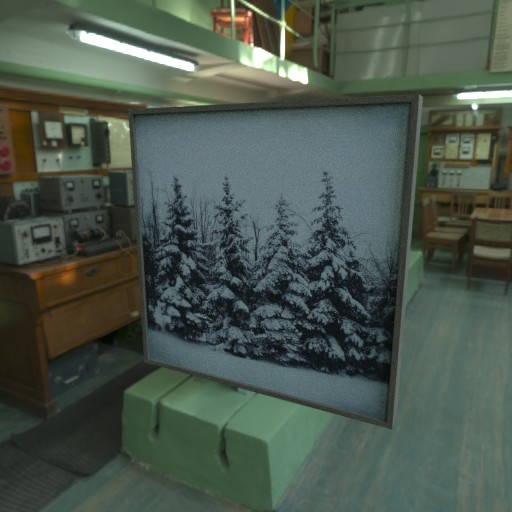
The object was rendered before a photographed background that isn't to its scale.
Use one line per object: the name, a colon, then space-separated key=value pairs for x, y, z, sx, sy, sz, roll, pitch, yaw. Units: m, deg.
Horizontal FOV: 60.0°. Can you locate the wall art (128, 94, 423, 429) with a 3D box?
wall art: x=0.000 y=0.000 z=0.777 sx=0.507 sy=0.507 sz=0.037 roll=7 pitch=15 yaw=26
